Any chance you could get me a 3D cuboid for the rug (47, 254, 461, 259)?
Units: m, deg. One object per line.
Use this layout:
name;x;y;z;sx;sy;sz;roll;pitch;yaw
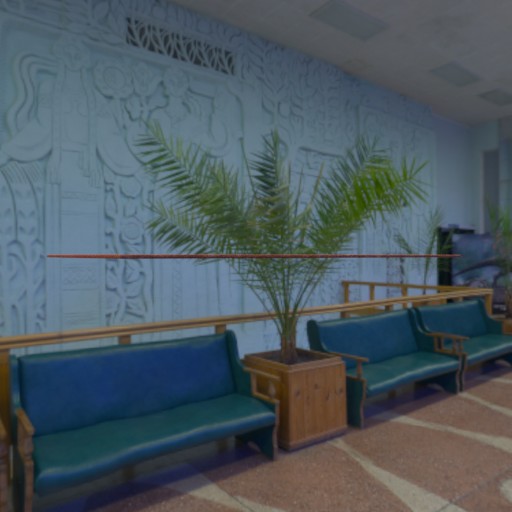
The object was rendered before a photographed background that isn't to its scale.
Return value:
rug;0.000;0.000;2.342;1.829;0.014;1.219;0;0;-35
